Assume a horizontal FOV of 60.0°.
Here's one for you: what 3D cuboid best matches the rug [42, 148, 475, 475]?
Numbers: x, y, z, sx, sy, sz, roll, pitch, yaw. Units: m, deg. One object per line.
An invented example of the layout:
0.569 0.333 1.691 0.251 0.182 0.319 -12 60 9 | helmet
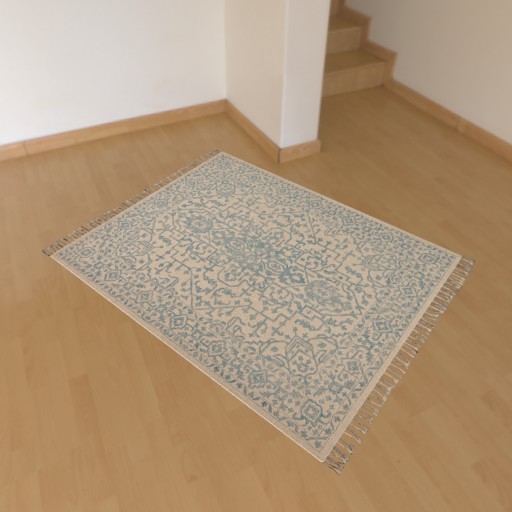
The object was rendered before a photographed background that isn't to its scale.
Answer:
0.000 0.000 4.195 3.327 0.010 2.464 29 51 27 | rug
